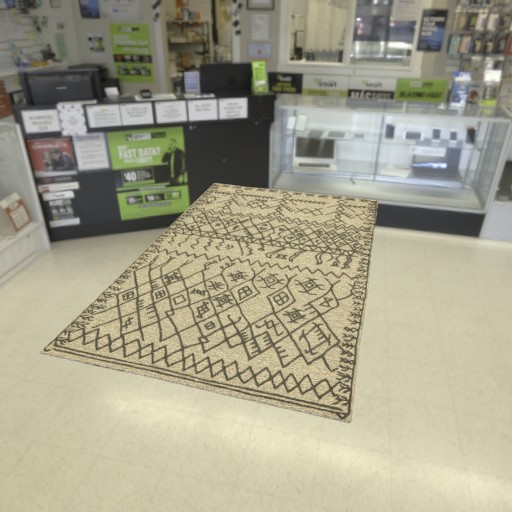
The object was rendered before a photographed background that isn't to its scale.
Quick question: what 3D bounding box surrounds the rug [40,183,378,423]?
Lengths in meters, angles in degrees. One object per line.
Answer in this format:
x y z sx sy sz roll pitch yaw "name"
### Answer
0.000 0.000 3.034 1.530 0.012 2.444 8 31 14 "rug"
